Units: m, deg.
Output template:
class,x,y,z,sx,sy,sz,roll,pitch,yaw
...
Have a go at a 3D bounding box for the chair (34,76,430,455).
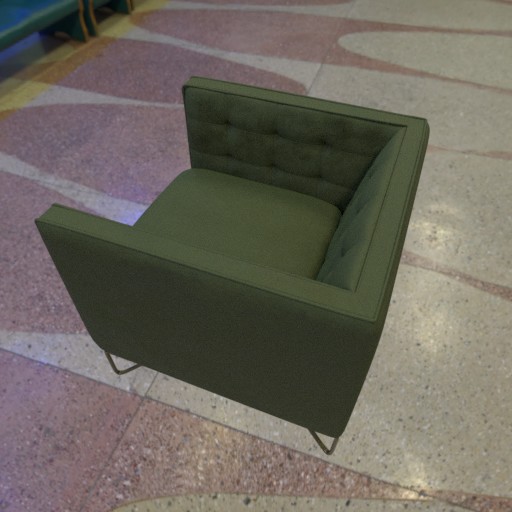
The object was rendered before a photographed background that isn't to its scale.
class,x,y,z,sx,sy,sz,roll,pitch,yaw
chair,0.000,0.000,1.538,0.894,0.790,0.880,16,49,15
